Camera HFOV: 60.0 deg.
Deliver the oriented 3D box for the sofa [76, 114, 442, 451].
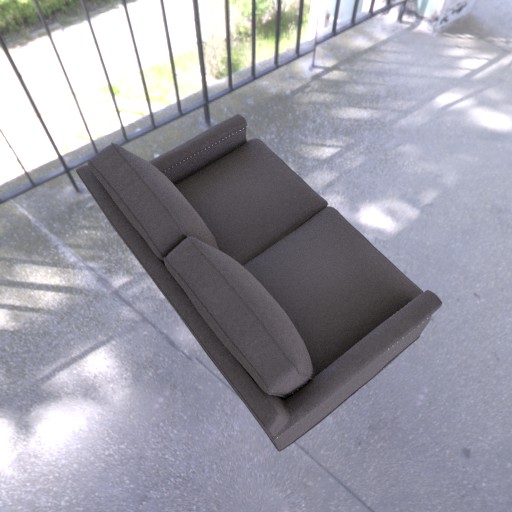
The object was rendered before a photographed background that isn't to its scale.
[{"bbox_3d":[0.000,0.000,2.296,1.084,1.003,1.597,-33,64,-19],"label":"sofa"}]
